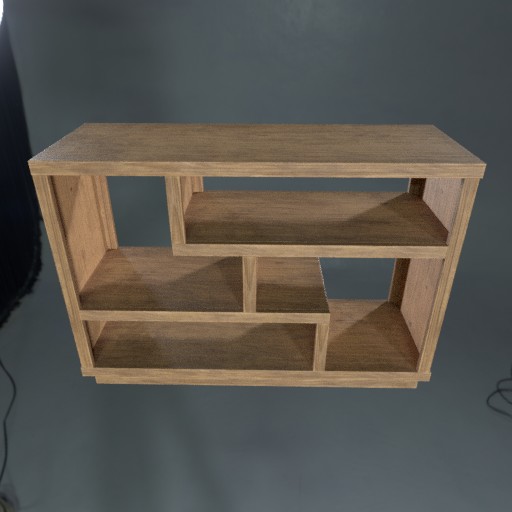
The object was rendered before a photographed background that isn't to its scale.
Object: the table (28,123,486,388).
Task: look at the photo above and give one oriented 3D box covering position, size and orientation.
[{"bbox_3d":[0.000,0.000,1.476,1.151,0.771,0.410,1,30,1],"label":"table"}]
